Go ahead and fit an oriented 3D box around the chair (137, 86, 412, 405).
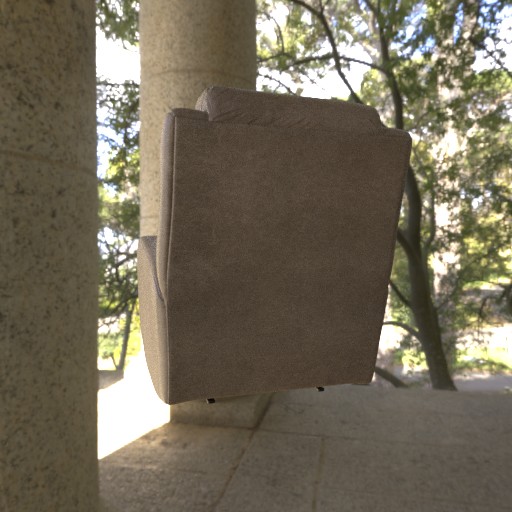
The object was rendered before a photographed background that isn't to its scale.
[{"bbox_3d":[0.000,0.000,1.937,0.967,1.116,1.068,0,1,-18],"label":"chair"}]
